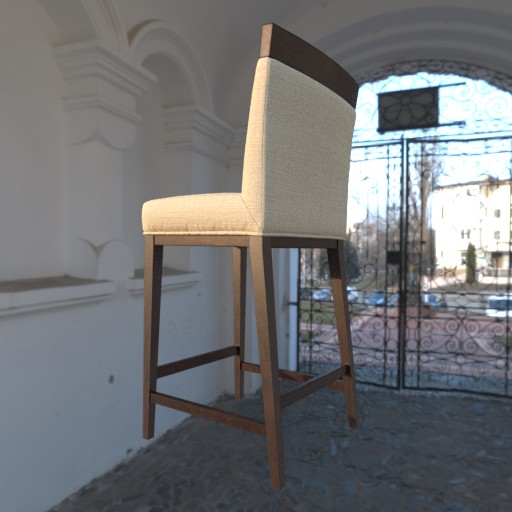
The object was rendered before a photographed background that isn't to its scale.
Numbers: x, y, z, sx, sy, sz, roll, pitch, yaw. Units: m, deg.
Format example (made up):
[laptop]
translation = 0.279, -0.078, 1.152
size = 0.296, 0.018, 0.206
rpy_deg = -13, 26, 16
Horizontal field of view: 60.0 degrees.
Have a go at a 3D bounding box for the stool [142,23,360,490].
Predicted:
[stool]
translation = 0.000, 0.000, 1.391
size = 0.531, 1.117, 0.511
rpy_deg = 0, 1, 36
